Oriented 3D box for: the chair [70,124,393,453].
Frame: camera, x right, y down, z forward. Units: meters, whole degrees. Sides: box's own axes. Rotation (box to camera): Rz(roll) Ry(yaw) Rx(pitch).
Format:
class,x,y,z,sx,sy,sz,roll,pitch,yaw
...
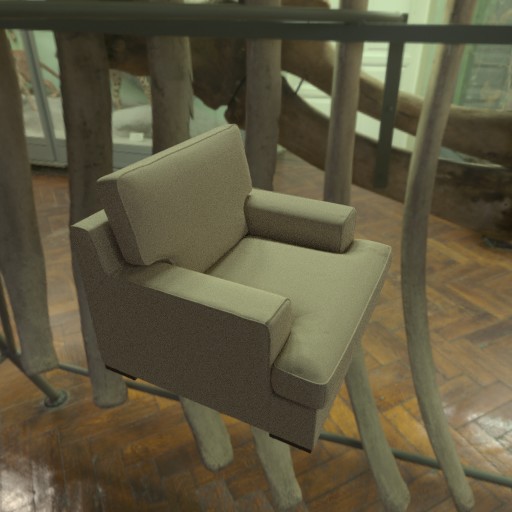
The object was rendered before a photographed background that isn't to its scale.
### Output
class,x,y,z,sx,sy,sz,roll,pitch,yaw
chair,0.000,0.000,2.169,1.274,1.005,1.293,10,31,16
